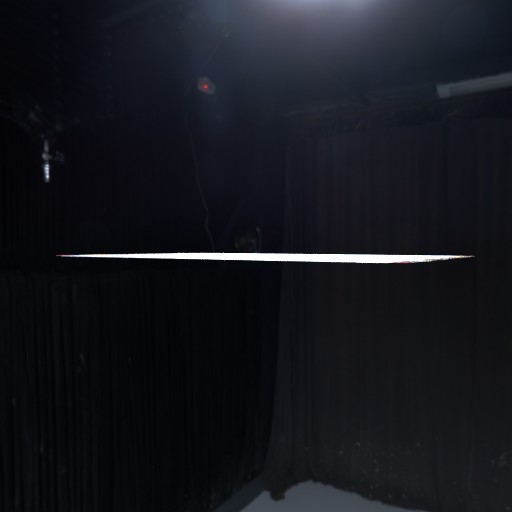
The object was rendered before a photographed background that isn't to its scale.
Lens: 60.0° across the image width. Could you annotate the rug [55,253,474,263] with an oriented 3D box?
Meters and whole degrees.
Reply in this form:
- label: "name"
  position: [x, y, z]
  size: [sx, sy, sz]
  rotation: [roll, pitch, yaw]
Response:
- label: "rug"
  position: [0.000, 0.000, 2.967]
  size: [2.465, 0.012, 1.465]
  rotation: [1, 1, 35]
